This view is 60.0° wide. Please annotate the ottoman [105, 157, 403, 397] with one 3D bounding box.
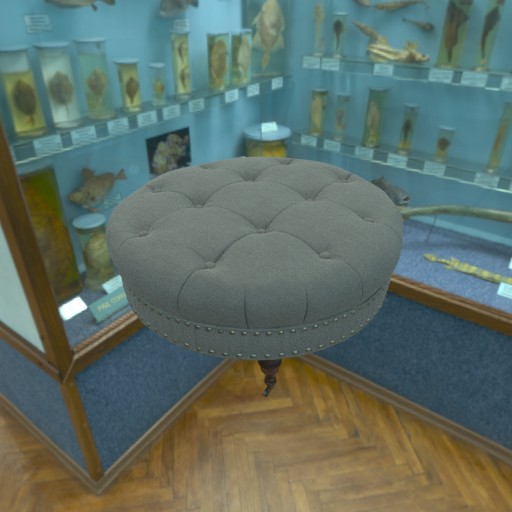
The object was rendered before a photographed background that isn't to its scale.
[{"bbox_3d":[0.000,0.000,1.447,0.901,0.439,0.901,0,32,0],"label":"ottoman"}]
